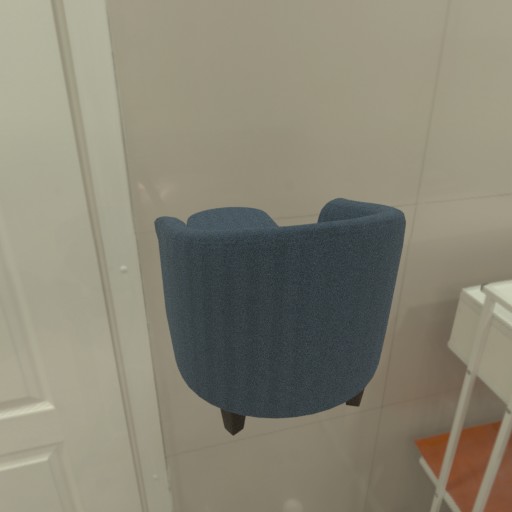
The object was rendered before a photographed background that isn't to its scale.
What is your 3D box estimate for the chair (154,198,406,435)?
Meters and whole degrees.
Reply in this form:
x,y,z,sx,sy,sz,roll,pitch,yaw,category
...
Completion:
x,y,z,sx,sy,sz,roll,pitch,yaw,category
0.000,0.000,1.761,0.756,0.757,1.288,-7,27,-15,chair
